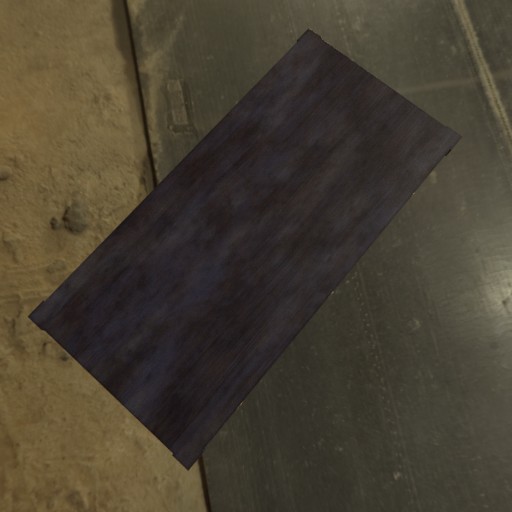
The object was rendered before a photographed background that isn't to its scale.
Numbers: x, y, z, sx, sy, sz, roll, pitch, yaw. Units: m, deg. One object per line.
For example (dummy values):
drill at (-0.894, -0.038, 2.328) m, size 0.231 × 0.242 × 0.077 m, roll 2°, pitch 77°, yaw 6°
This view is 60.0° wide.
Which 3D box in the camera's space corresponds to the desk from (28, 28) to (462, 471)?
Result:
desk at (0.000, 0.000, 1.761) m, size 0.630 × 0.861 × 1.289 m, roll 40°, pitch 79°, yaw 9°
